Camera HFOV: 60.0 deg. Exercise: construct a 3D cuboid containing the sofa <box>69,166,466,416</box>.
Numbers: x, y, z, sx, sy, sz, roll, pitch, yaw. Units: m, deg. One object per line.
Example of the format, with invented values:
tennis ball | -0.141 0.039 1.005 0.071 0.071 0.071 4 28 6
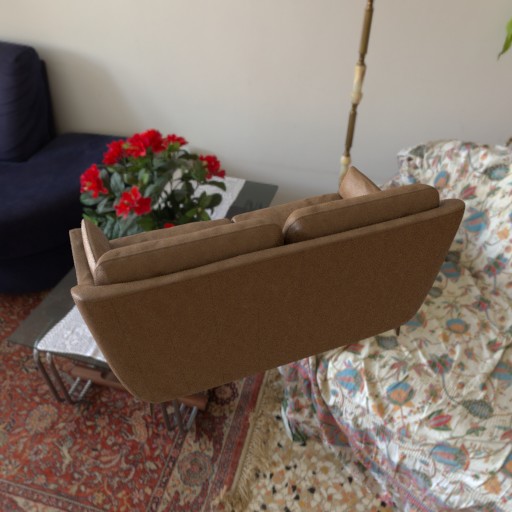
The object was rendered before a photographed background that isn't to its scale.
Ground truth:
sofa | 0.000 0.000 2.264 1.731 0.886 0.981 -14 42 -16
